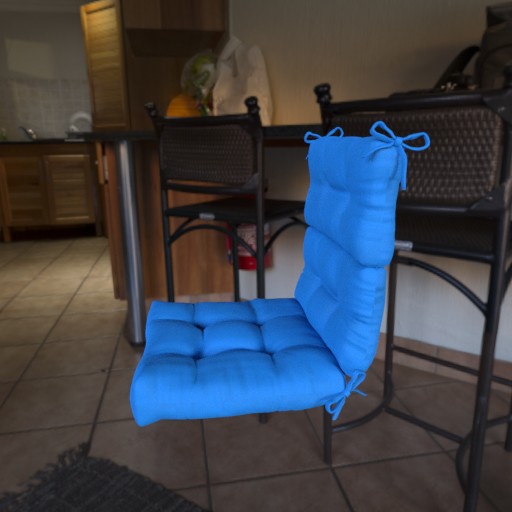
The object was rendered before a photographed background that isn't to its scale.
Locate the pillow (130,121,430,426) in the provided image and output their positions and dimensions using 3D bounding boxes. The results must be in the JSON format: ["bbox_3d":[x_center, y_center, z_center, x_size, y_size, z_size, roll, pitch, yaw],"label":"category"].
[{"bbox_3d":[0.000,0.000,1.057,0.571,0.605,0.519,-2,15,-8],"label":"pillow"}]
